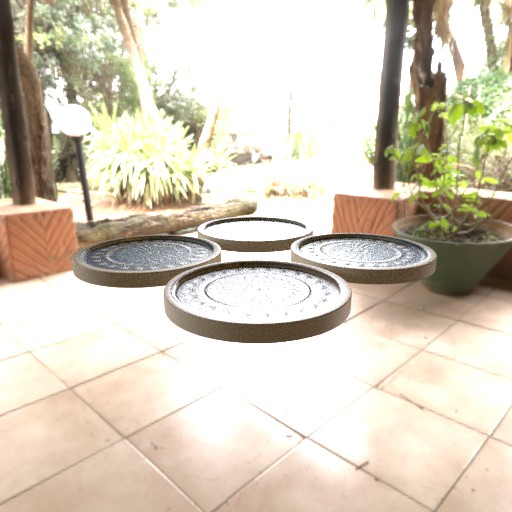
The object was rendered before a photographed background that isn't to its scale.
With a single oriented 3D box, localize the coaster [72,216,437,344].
[{"bbox_3d":[0.000,0.000,0.337,0.220,0.010,0.224,15,21,42],"label":"coaster"}]
